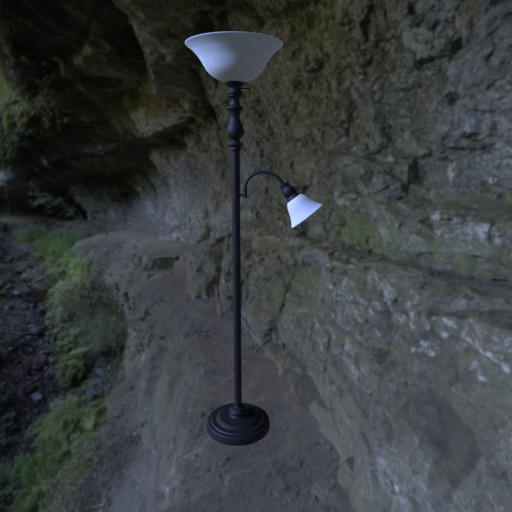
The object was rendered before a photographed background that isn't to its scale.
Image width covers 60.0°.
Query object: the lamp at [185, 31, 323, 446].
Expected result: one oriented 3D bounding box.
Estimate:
[{"bbox_3d":[0.000,0.000,2.024,0.588,1.793,0.405,3,14,11],"label":"lamp"}]
